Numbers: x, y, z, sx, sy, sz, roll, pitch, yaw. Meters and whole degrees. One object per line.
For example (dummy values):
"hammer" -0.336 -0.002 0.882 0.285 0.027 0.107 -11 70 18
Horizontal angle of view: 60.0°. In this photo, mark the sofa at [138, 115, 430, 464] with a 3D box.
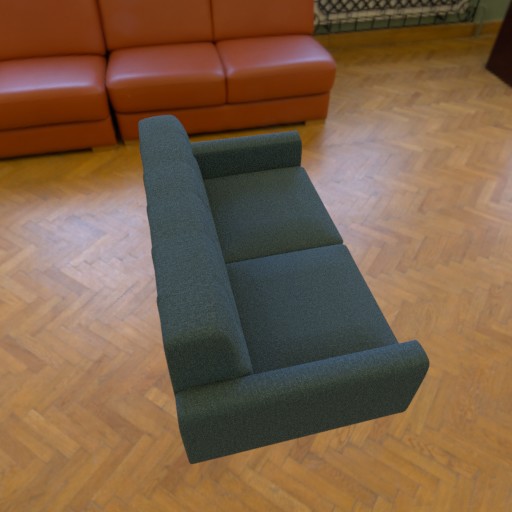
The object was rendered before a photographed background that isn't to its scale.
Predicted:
"sofa" 0.000 0.000 2.185 0.942 0.896 1.651 -10 47 -9
